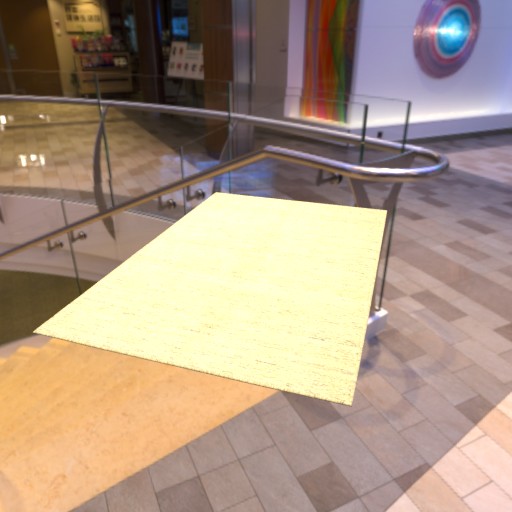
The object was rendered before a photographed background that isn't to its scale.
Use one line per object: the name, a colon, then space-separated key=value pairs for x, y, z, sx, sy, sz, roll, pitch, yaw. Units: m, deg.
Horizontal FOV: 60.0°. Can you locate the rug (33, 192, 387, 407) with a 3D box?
rug: x=0.000 y=0.000 z=2.362 sx=1.250 sy=0.015 sz=1.850 roll=8 pitch=28 yaw=16
